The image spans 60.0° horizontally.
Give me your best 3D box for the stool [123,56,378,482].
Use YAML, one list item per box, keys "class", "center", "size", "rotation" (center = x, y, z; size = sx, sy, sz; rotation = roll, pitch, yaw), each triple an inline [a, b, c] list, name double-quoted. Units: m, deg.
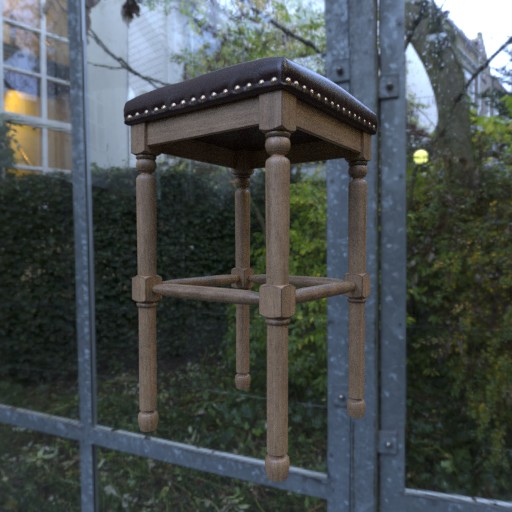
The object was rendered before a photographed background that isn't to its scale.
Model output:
- class: "stool"
  center: [0.000, 0.000, 0.927]
  size: [0.382, 0.702, 0.383]
  rotation: [1, 2, 36]
